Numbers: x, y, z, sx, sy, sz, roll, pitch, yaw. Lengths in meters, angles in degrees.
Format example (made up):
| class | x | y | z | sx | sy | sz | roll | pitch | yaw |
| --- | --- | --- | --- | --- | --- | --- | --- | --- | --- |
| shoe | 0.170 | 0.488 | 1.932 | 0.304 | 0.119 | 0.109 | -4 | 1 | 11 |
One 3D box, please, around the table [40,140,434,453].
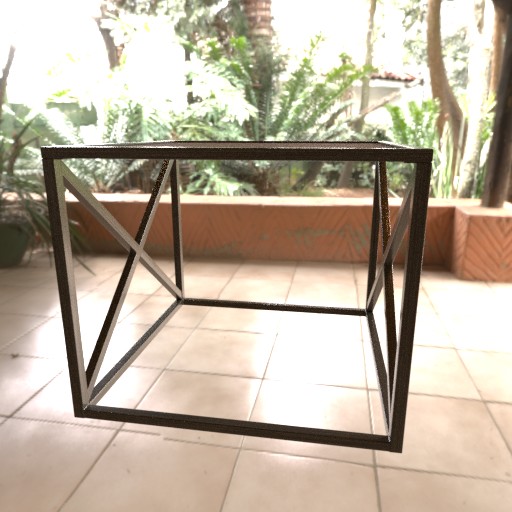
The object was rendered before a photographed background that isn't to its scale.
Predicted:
| class | x | y | z | sx | sy | sz | roll | pitch | yaw |
| --- | --- | --- | --- | --- | --- | --- | --- | --- | --- |
| table | 0.000 | 0.000 | 1.029 | 0.609 | 0.507 | 0.611 | 3 | 16 | 9 |
